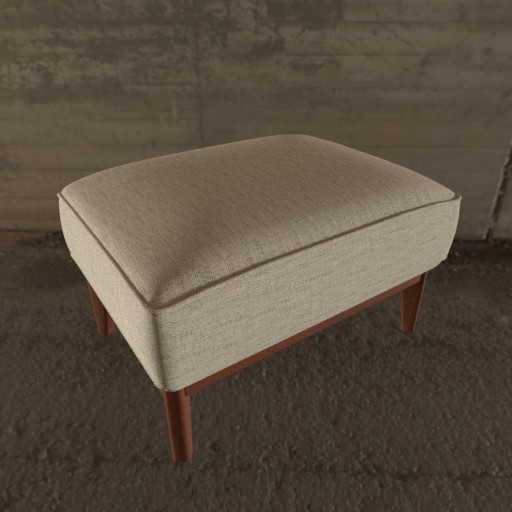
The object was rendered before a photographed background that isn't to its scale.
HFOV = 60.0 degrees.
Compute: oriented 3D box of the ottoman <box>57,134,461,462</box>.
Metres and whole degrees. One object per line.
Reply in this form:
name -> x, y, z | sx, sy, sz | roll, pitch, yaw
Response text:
ottoman -> 0.000, 0.000, 1.117 | 0.794, 0.465, 0.594 | -19, 36, -29
